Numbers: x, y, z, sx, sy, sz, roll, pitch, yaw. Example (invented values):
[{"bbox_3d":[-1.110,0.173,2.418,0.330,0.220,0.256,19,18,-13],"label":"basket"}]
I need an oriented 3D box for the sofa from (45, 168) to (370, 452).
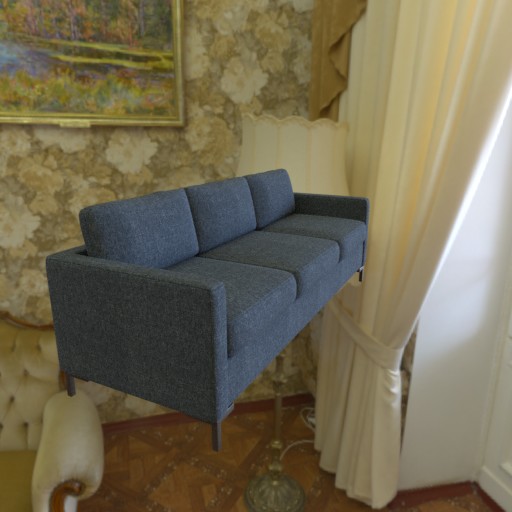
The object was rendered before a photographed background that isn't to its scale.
[{"bbox_3d":[0.000,0.000,2.652,0.859,0.874,2.218,8,18,26],"label":"sofa"}]
